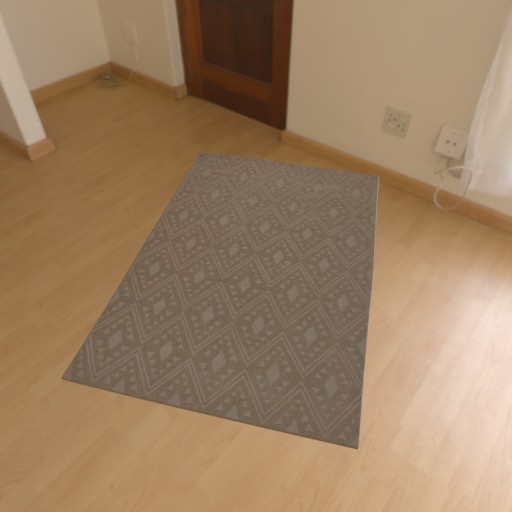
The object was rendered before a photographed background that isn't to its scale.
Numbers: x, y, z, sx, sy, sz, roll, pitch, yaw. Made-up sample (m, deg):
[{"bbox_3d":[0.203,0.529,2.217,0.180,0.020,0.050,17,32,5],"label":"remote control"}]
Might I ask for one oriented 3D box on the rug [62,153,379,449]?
[{"bbox_3d":[0.000,0.000,2.399,1.252,0.034,1.829,10,46,10],"label":"rug"}]
